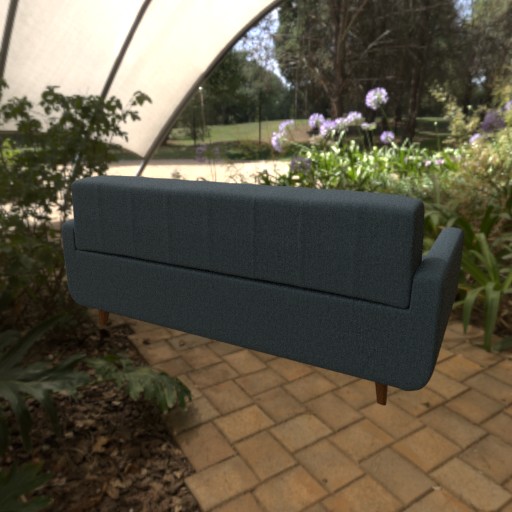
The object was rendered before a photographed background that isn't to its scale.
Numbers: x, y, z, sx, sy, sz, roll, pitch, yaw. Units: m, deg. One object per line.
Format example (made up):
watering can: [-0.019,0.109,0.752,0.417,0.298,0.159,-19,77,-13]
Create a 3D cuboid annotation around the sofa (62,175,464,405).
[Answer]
sofa: [0.000,0.000,2.501,2.055,0.884,0.942,9,18,27]
